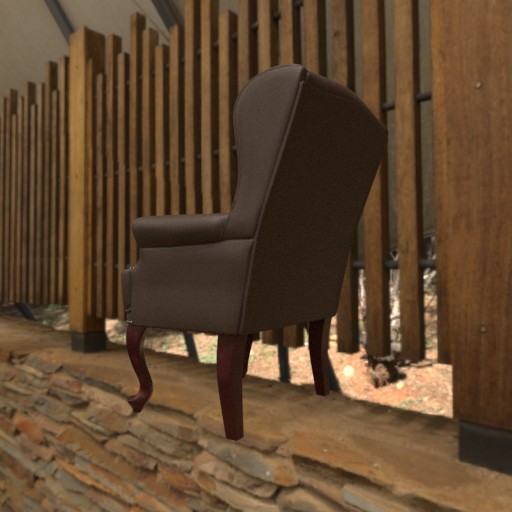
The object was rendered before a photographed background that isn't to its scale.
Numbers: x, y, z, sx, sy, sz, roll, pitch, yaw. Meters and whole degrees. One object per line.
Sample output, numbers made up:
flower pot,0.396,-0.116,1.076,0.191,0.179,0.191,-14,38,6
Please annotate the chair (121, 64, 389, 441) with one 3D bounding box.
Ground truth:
chair,0.000,0.000,1.683,0.819,1.132,0.829,-1,-2,36
